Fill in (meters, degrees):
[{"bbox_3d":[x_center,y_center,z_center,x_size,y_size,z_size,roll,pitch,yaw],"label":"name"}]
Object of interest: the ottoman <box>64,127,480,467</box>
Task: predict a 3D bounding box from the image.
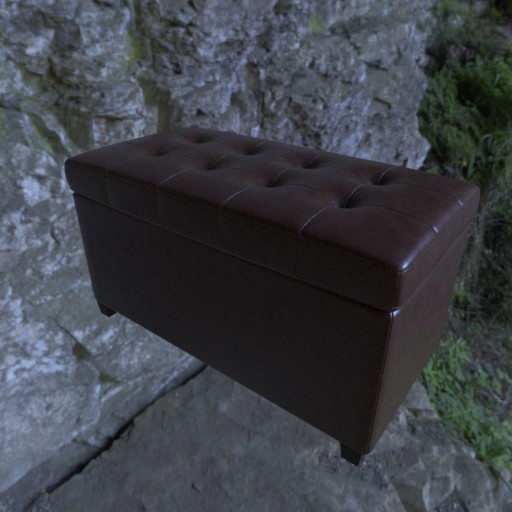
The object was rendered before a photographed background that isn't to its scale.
[{"bbox_3d":[0.000,0.000,1.070,0.838,0.470,0.432,21,35,32],"label":"ottoman"}]
